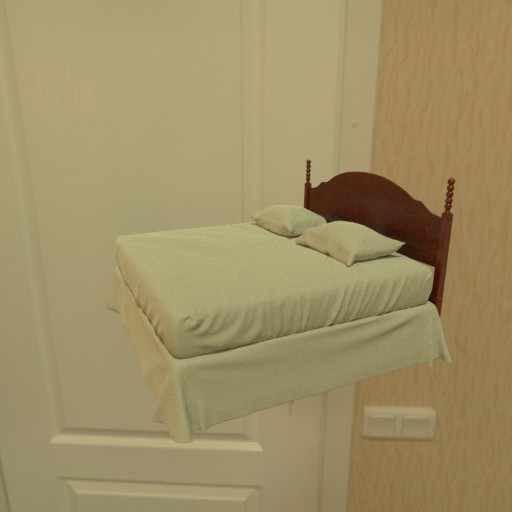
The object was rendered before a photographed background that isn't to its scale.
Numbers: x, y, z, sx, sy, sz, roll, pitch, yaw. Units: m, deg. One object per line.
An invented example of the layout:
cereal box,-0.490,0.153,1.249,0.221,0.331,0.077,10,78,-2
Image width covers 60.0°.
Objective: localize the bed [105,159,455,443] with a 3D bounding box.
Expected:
bed,0.000,0.000,3.638,2.219,1.355,2.322,-8,18,-25
